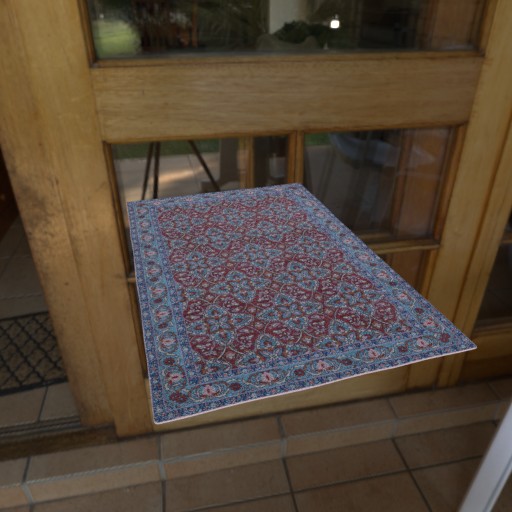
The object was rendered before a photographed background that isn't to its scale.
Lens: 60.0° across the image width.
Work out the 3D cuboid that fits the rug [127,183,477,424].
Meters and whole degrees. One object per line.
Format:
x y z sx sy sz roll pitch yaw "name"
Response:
0.000 0.000 2.296 1.219 0.009 1.829 -9 31 -15 "rug"
